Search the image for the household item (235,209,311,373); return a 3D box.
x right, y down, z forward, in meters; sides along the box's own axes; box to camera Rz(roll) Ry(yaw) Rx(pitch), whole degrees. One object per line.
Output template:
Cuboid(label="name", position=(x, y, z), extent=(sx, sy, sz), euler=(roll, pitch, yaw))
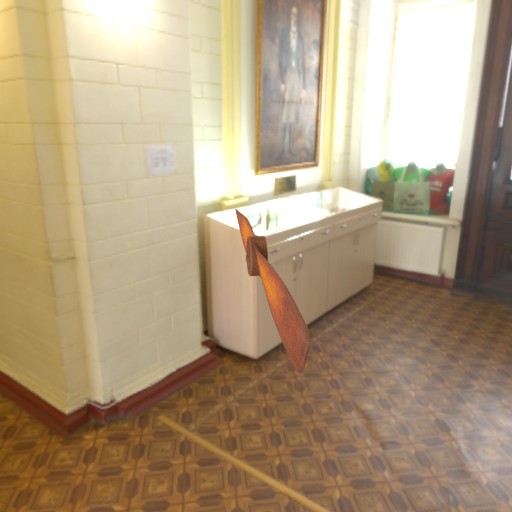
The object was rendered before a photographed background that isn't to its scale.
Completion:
Cuboid(label="household item", position=(0.000, 0.000, 1.264), extent=(0.051, 0.121, 1.181), euler=(-2, 16, -7))
